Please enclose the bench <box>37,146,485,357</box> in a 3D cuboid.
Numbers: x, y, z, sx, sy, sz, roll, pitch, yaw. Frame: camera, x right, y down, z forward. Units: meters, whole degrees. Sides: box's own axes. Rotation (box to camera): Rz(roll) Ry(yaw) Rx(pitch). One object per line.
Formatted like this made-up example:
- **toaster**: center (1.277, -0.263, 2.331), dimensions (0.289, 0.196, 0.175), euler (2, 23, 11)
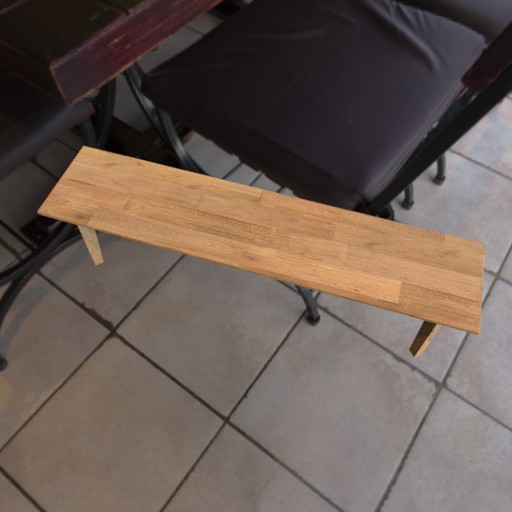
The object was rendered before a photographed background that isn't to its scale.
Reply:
- **bench**: center (0.000, 0.000, 1.898), dimensions (1.698, 0.431, 0.378), euler (15, 60, 9)
